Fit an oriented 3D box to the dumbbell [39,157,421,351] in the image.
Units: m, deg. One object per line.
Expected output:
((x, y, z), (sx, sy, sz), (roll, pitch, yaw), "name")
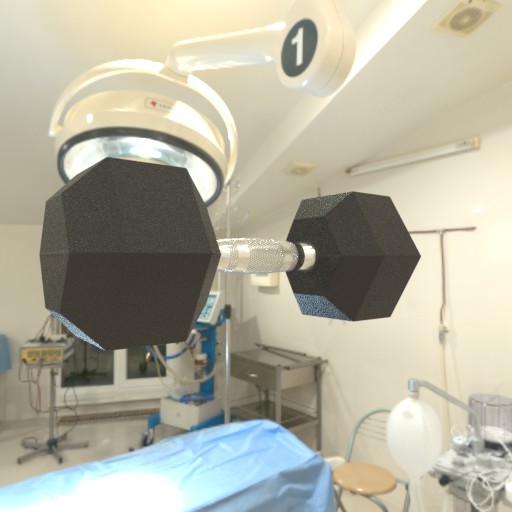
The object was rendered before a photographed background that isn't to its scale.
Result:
((0.000, 0.000, 0.395), (0.337, 0.123, 0.142), (1, -1, -37), "dumbbell")
